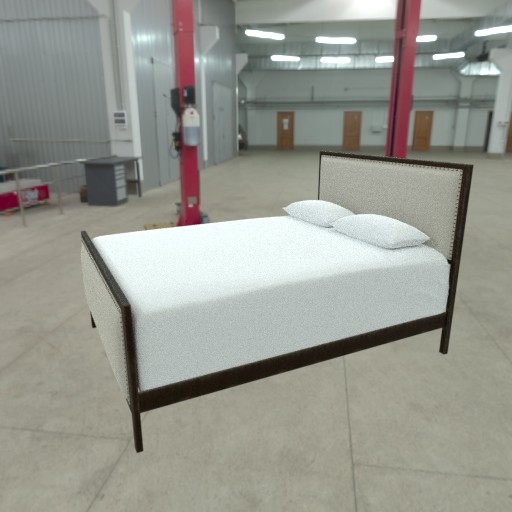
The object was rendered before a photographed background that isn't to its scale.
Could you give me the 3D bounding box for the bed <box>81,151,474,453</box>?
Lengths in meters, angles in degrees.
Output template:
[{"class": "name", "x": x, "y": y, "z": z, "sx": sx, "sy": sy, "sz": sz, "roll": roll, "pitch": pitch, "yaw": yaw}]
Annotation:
[{"class": "bed", "x": 0.000, "y": 0.000, "z": 3.146, "sx": 2.221, "sy": 1.313, "sz": 1.607, "roll": -8, "pitch": 19, "yaw": -26}]
